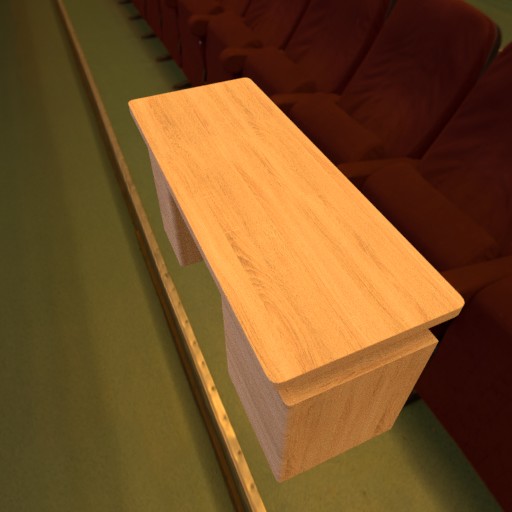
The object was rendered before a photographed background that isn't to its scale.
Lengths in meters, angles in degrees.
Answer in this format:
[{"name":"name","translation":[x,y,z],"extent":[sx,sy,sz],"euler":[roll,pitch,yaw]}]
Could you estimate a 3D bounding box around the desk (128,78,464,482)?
[{"name":"desk","translation":[0.000,0.000,1.753],"extent":[0.550,0.760,1.400],"euler":[-18,49,-16]}]
